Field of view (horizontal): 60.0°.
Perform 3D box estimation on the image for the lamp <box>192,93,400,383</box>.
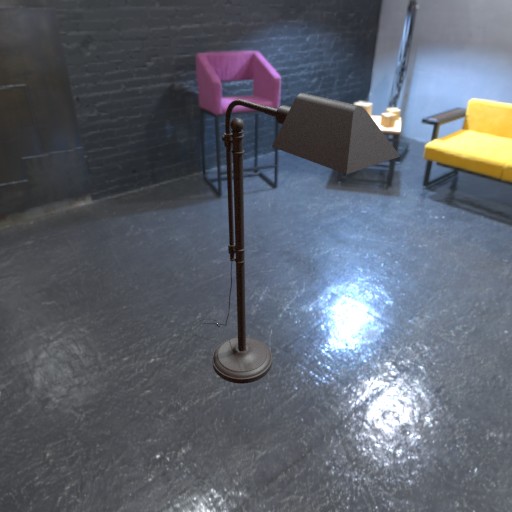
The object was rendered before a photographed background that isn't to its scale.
[{"bbox_3d":[0.000,0.000,0.959,0.159,0.708,0.545,-22,37,-32],"label":"lamp"}]
